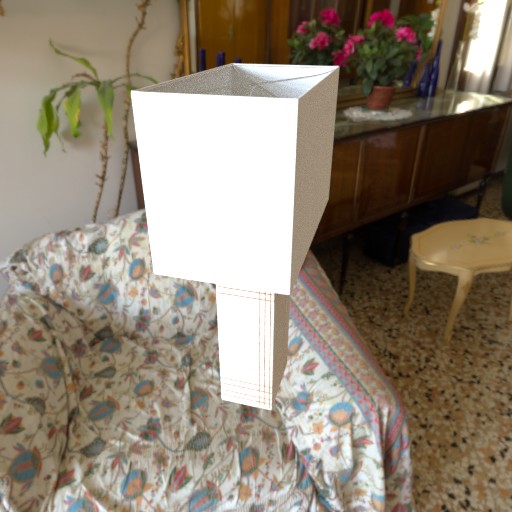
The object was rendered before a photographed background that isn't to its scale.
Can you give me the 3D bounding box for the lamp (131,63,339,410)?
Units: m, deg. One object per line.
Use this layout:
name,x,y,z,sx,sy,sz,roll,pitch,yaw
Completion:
lamp,0.000,0.000,0.716,0.182,0.543,0.334,8,29,14
